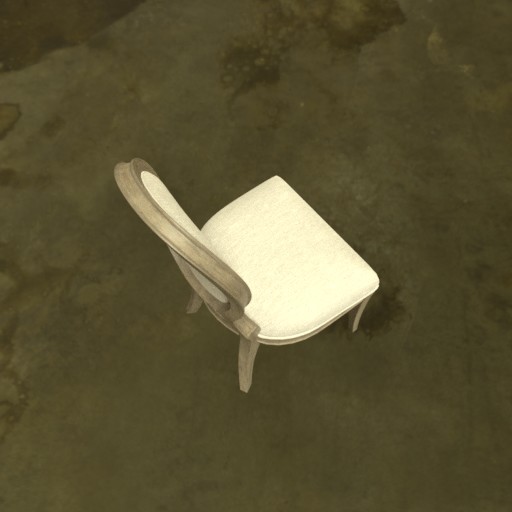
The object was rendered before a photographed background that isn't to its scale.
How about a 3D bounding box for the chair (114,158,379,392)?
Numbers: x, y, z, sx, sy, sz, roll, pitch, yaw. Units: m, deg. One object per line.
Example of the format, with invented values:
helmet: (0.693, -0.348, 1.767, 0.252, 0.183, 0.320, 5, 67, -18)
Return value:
chair: (0.000, 0.000, 1.353, 0.602, 0.990, 0.558, -32, 64, -18)
